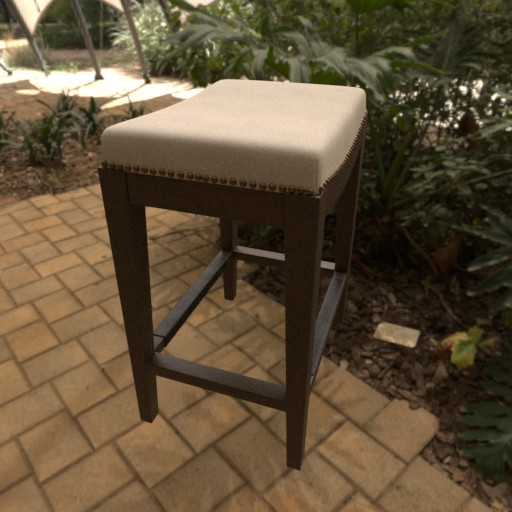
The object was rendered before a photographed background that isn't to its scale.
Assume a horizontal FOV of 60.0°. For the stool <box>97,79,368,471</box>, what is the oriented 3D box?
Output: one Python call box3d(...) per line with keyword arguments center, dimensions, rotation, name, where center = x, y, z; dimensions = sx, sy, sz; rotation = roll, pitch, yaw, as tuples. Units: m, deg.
box3d(center=(0.000, 0.000, 0.960), dimensions=(0.361, 0.642, 0.500), rotation=(10, 33, 17), name="stool")
